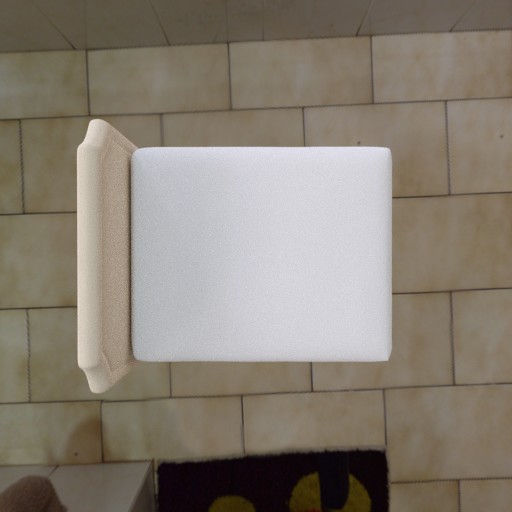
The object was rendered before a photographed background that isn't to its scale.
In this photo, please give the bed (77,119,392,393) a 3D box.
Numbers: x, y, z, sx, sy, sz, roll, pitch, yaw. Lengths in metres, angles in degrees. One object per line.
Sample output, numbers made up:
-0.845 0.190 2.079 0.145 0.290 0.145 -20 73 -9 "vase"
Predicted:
0.000 0.000 3.345 2.209 1.296 1.827 0 91 0 "bed"
